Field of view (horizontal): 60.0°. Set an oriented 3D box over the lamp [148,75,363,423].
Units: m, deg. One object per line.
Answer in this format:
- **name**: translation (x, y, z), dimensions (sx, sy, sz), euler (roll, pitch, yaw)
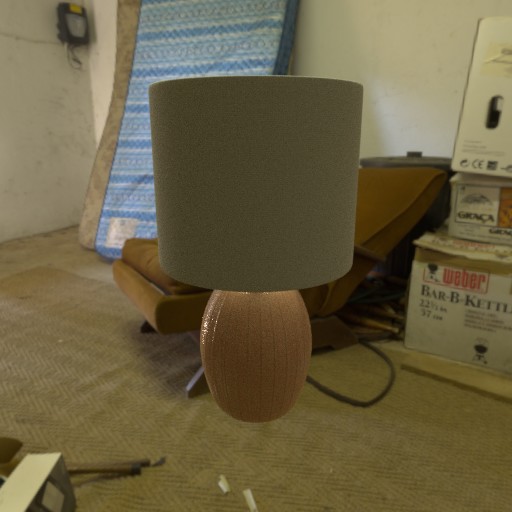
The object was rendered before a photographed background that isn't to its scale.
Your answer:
- **lamp**: translation (0.000, 0.000, 0.768), dimensions (0.329, 0.570, 0.329), euler (0, 16, 0)
